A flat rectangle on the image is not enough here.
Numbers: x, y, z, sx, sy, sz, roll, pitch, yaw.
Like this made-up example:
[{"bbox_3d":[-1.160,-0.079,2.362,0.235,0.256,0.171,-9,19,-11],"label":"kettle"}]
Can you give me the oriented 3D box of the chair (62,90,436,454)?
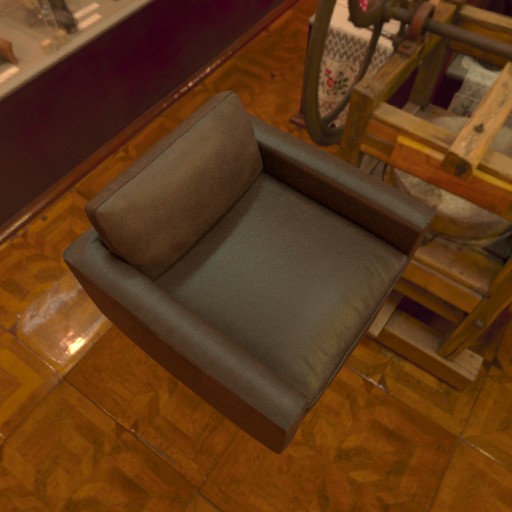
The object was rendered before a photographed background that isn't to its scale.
[{"bbox_3d":[0.000,0.000,1.845,1.069,0.812,1.100,33,64,18],"label":"chair"}]
